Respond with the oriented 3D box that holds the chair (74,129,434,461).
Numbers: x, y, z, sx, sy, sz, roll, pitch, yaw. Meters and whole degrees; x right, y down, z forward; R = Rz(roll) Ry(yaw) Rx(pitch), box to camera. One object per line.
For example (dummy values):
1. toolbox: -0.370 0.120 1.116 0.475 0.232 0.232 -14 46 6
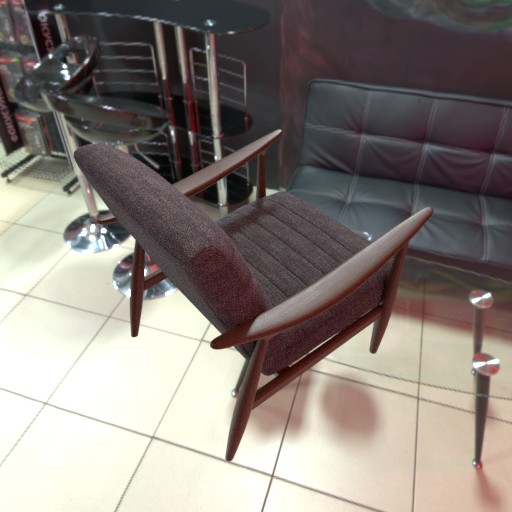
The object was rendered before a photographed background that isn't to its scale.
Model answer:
1. chair: 0.000 0.000 1.429 0.798 0.832 0.741 -29 49 -28
